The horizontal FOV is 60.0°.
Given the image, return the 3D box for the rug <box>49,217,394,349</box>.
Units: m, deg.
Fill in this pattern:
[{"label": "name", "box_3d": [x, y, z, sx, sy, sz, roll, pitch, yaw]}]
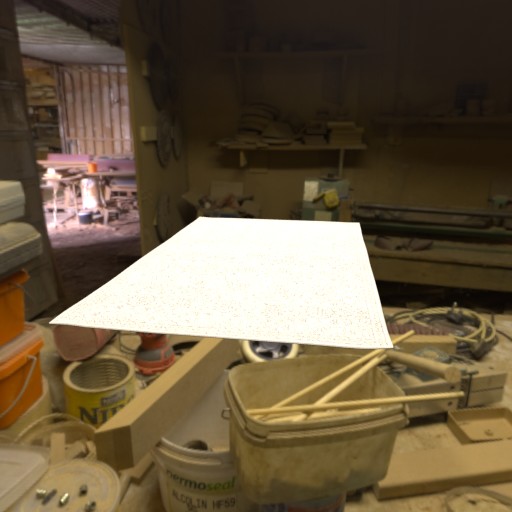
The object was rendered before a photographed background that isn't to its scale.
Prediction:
[{"label": "rug", "box_3d": [0.000, 0.000, 3.036, 1.518, 0.023, 2.434, 3, 17, 9]}]
